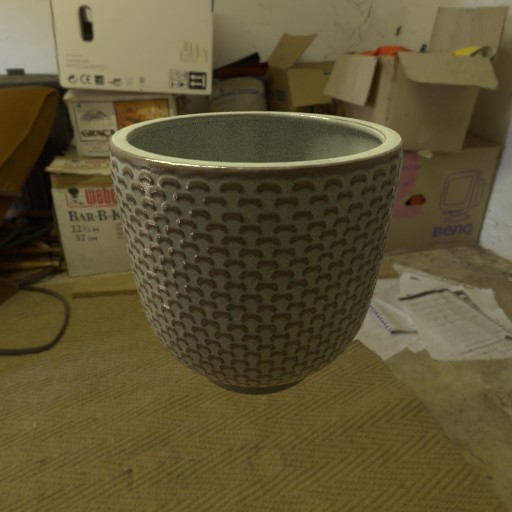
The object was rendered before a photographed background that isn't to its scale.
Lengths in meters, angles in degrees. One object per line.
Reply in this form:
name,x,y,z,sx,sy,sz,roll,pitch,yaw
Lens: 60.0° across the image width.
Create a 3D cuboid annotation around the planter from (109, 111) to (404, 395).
planter,0.000,0.000,0.345,0.197,0.191,0.197,0,26,0
